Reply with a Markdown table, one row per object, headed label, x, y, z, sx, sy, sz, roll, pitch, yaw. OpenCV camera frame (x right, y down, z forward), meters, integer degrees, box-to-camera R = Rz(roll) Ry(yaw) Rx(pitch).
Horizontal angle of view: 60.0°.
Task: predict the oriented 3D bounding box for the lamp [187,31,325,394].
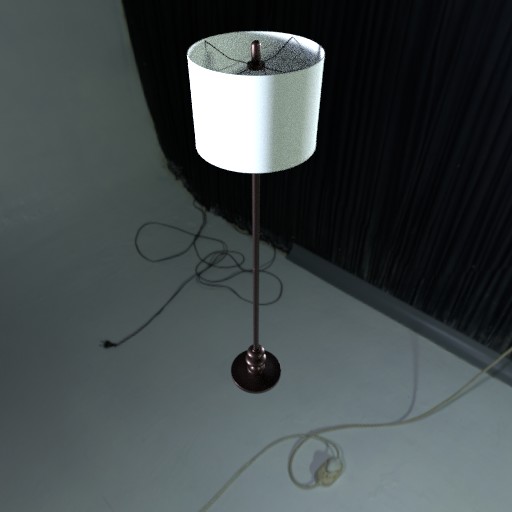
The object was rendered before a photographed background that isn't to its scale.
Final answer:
| label | x | y | z | sx | sy | sz | roll | pitch | yaw |
| --- | --- | --- | --- | --- | --- | --- | --- | --- | --- |
| lamp | 0.000 | 0.000 | 1.634 | 0.356 | 1.487 | 0.356 | 26 | 48 | 26 |
